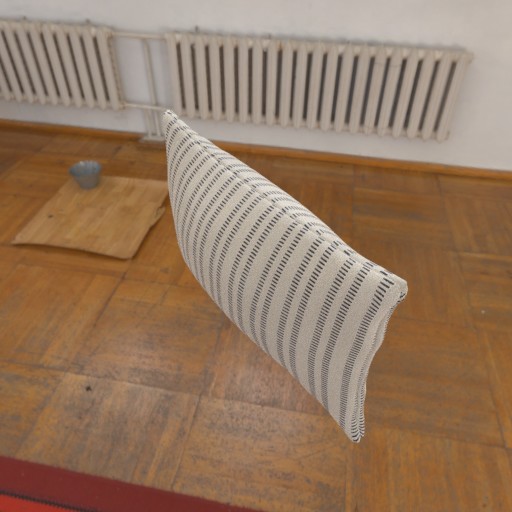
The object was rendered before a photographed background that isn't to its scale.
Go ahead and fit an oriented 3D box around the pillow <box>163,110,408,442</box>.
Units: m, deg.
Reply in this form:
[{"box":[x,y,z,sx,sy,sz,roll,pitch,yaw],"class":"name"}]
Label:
[{"box":[0.000,0.000,0.823,0.210,0.353,0.640,-24,46,-26],"class":"pillow"}]
